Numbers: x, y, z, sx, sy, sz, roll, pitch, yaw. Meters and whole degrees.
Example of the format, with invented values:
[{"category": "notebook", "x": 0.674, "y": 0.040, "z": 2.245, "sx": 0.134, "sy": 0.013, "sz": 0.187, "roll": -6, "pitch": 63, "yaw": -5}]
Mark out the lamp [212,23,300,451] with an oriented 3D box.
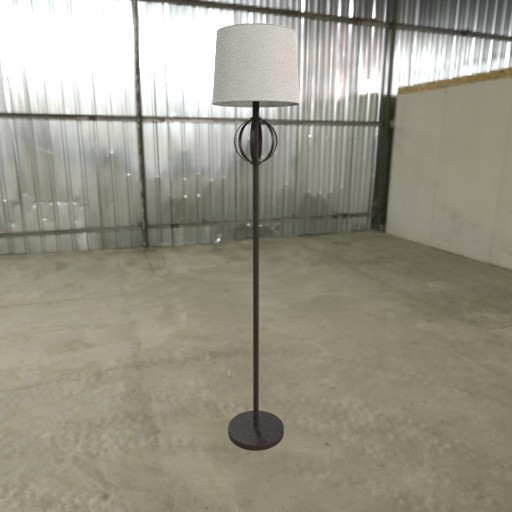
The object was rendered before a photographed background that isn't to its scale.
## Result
[{"category": "lamp", "x": 0.000, "y": 0.000, "z": 1.592, "sx": 0.286, "sy": 1.462, "sz": 0.286, "roll": 2, "pitch": 15, "yaw": 9}]
